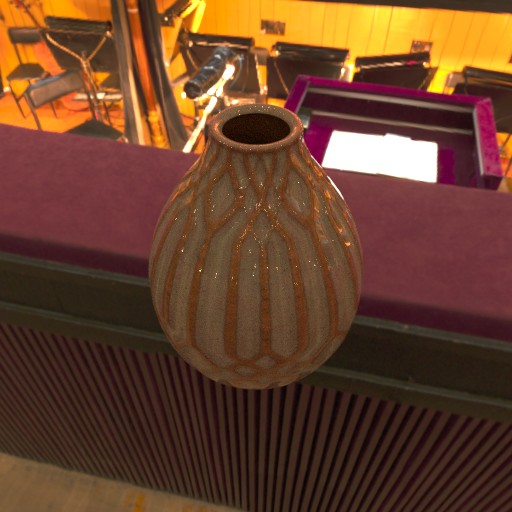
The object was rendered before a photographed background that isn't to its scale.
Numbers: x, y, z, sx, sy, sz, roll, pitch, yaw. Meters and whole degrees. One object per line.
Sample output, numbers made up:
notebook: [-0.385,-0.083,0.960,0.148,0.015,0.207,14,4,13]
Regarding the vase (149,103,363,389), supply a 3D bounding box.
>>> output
vase: [0.000,0.000,0.269,0.131,0.175,0.131,0,45,0]
